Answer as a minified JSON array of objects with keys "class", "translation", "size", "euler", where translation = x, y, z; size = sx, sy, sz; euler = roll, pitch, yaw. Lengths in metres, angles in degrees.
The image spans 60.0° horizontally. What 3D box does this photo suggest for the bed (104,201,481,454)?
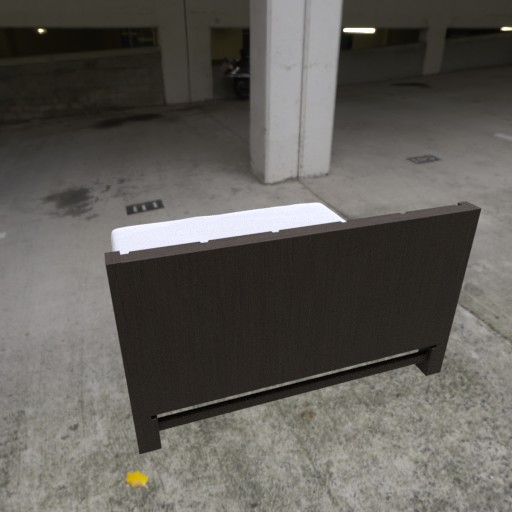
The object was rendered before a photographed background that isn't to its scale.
[{"class":"bed","translation":[0.000,0.000,3.452],"size":[2.134,1.270,2.012],"euler":[-9,29,-17]}]
